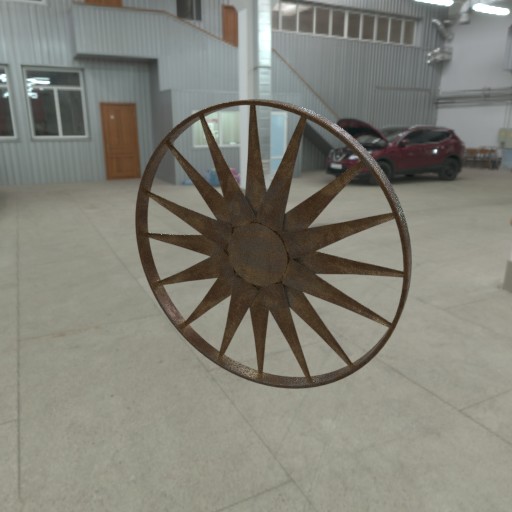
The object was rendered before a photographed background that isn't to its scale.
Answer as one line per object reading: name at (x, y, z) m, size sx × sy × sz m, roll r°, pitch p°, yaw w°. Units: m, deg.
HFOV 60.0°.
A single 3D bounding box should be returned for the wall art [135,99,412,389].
wall art at (0.000, 0.000, 0.874) m, size 0.582 × 0.583 × 0.084 m, roll 8°, pitch 18°, yaw 26°
